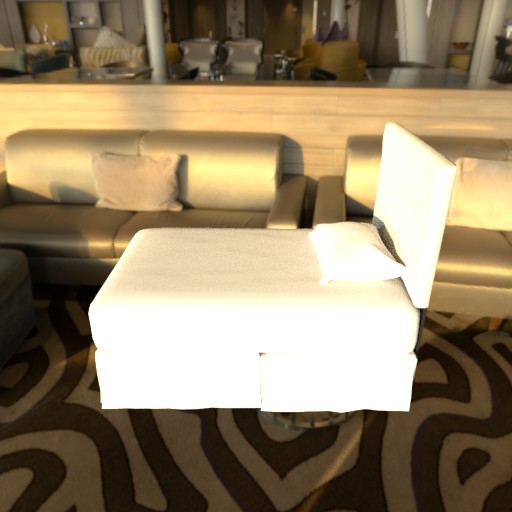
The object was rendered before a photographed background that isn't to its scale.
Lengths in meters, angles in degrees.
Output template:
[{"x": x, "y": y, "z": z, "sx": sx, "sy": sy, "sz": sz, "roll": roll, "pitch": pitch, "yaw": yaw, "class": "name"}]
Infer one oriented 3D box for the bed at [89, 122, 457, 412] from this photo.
[{"x": 0.000, "y": 0.000, "z": 2.990, "sx": 1.997, "sy": 1.571, "sz": 1.261, "roll": 1, "pitch": 27, "yaw": 1, "class": "bed"}]
